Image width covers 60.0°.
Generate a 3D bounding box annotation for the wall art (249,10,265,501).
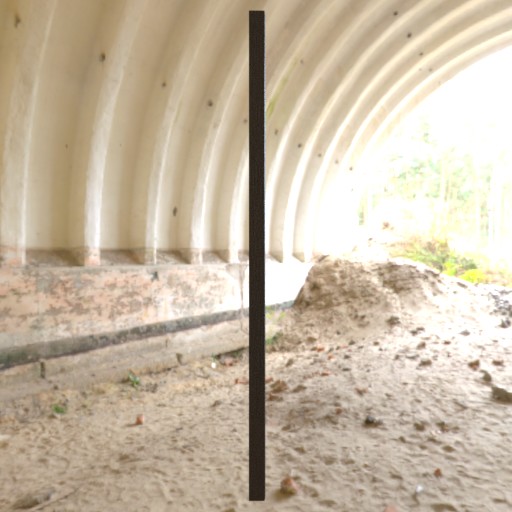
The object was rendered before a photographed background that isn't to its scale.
[{"bbox_3d":[0.000,0.000,0.643,0.017,0.513,0.359,0,0,0],"label":"wall art"}]
